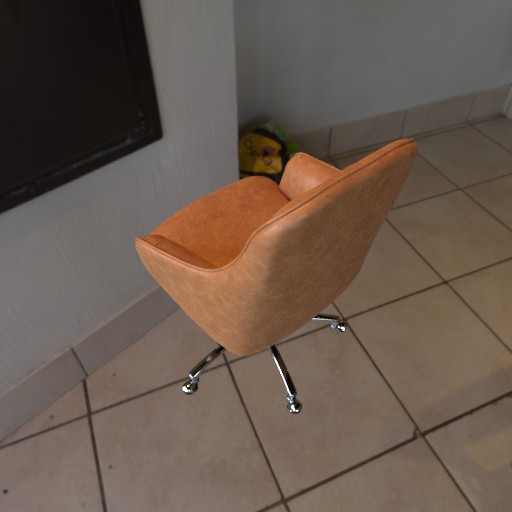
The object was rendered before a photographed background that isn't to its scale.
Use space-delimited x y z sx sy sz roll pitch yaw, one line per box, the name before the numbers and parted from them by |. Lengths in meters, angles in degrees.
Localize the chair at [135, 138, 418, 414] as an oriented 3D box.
chair | 0.000 0.000 1.293 0.628 0.909 0.615 -32 54 -27
